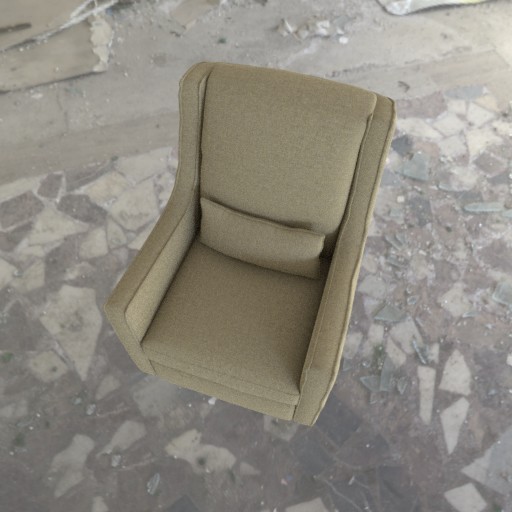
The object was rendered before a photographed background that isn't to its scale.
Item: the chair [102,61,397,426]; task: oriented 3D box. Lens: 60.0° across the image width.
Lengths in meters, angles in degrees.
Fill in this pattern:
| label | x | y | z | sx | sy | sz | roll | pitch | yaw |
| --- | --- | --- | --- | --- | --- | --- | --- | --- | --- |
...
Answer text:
| label | x | y | z | sx | sy | sz | roll | pitch | yaw |
| --- | --- | --- | --- | --- | --- | --- | --- | --- | --- |
| chair | 0.000 | 0.000 | 1.606 | 0.732 | 0.993 | 0.879 | 15 | 58 | 10 |
